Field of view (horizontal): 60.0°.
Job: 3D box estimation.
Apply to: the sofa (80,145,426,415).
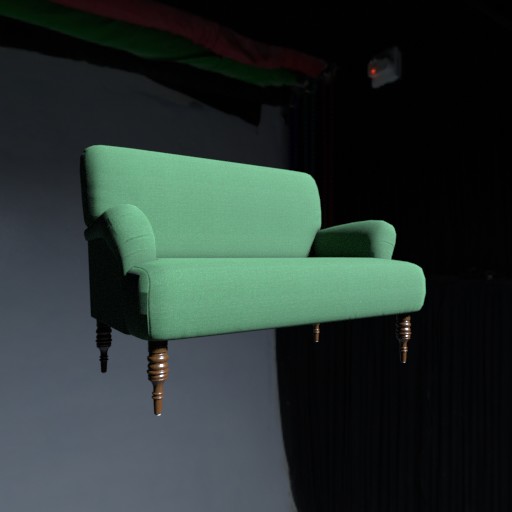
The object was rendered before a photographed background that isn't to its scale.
[{"bbox_3d":[0.000,0.000,1.797,1.297,0.889,0.779,0,0,-34],"label":"sofa"}]
